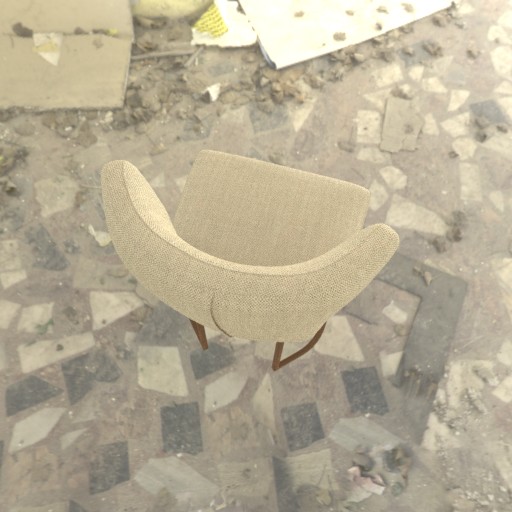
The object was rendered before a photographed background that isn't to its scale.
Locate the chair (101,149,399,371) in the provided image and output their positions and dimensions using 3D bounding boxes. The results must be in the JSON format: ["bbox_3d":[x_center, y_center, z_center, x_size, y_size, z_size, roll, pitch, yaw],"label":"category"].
[{"bbox_3d":[0.000,0.000,1.245,0.611,0.824,0.617,15,65,7],"label":"chair"}]
